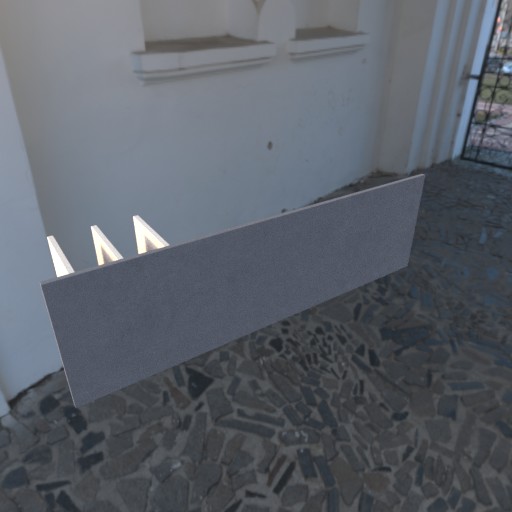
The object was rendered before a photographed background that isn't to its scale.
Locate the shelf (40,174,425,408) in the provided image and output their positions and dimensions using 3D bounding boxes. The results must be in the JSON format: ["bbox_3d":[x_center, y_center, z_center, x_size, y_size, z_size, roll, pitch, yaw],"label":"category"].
[{"bbox_3d":[0.000,0.000,1.151,1.020,0.300,0.200,-18,34,-29],"label":"shelf"}]
